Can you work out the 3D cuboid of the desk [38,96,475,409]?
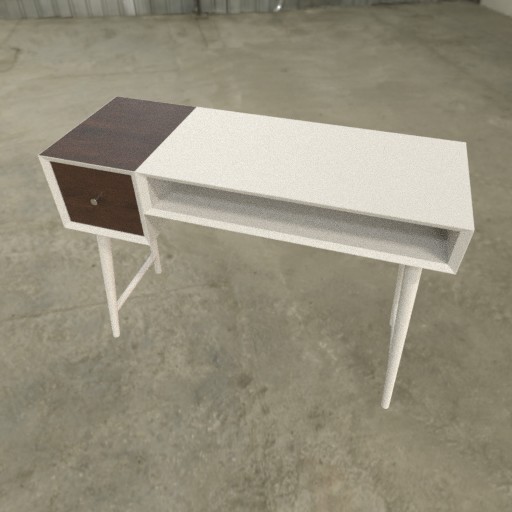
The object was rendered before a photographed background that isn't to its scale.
[{"bbox_3d":[0.000,0.000,1.430,1.069,0.761,0.409,12,43,13],"label":"desk"}]
